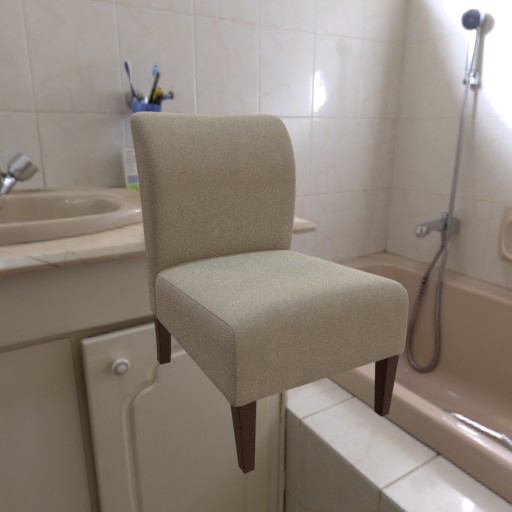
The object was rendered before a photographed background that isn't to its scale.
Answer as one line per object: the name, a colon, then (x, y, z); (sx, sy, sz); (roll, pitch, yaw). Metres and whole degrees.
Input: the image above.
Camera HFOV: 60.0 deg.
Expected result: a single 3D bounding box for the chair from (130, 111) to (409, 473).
chair: (0.000, 0.000, 1.318); (0.521, 0.833, 0.754); (-9, 18, -28)
